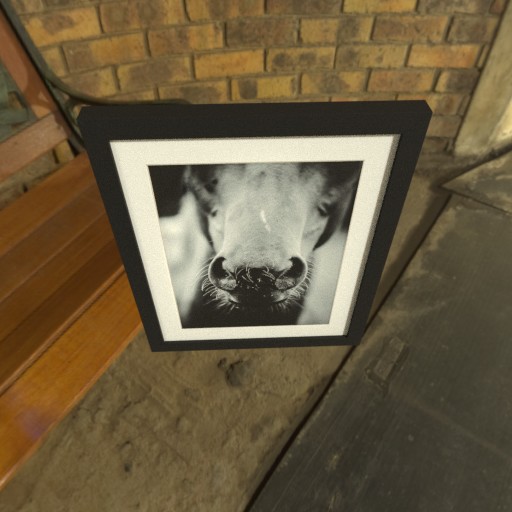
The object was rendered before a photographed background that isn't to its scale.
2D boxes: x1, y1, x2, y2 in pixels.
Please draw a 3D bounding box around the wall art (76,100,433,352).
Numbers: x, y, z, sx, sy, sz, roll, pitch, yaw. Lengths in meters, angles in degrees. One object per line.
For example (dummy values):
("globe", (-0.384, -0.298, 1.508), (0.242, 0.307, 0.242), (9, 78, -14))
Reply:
("wall art", (0.000, 0.000, 0.781), (0.457, 0.559, 0.033), (-2, 47, -2))
